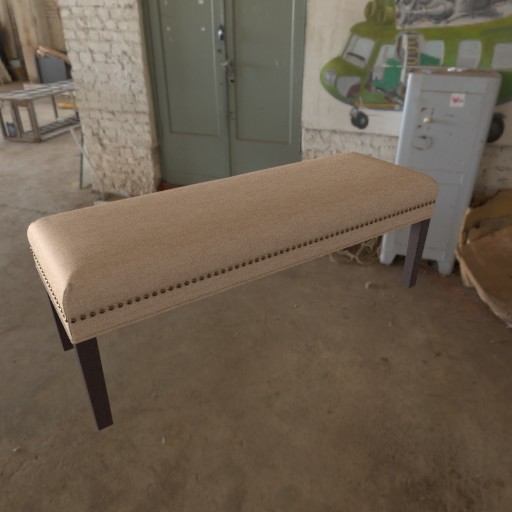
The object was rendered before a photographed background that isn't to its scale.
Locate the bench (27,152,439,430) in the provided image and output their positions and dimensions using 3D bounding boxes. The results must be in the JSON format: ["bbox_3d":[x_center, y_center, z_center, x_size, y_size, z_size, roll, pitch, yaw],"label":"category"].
[{"bbox_3d":[0.000,0.000,1.423,1.219,0.457,0.410,-18,34,-29],"label":"bench"}]
